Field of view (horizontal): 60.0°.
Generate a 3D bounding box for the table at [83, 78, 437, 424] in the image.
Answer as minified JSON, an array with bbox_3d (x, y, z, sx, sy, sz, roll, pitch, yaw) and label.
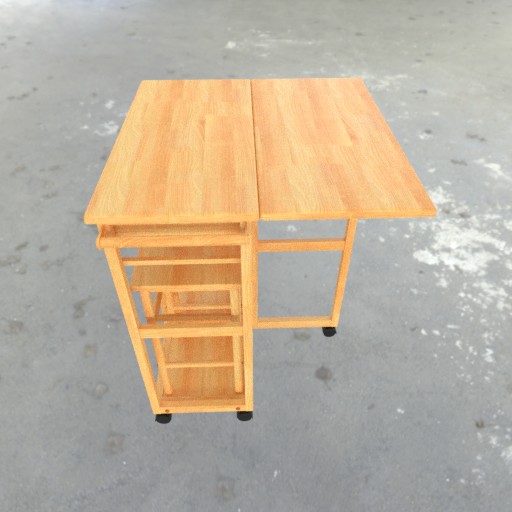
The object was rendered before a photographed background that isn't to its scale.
[{"bbox_3d":[0.000,0.000,1.393,0.693,0.832,0.752,-1,42,-1],"label":"table"}]
